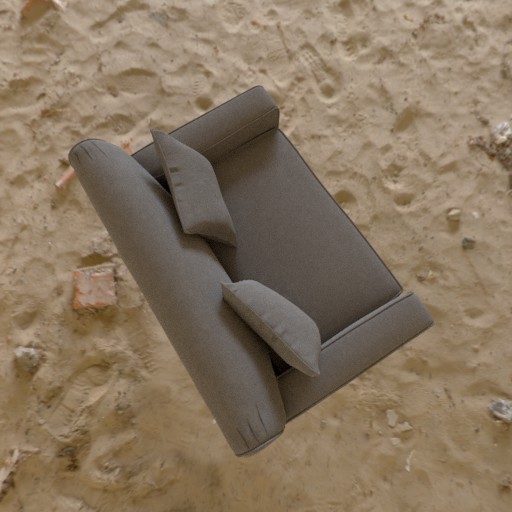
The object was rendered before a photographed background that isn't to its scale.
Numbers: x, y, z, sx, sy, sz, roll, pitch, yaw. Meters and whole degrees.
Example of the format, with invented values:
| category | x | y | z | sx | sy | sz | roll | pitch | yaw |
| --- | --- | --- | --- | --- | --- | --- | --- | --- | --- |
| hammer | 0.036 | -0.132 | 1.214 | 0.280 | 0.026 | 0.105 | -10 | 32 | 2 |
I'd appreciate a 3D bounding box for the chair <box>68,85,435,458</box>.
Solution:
| category | x | y | z | sx | sy | sz | roll | pitch | yaw |
| --- | --- | --- | --- | --- | --- | --- | --- | --- | --- |
| chair | 0.000 | 0.000 | 2.090 | 0.992 | 0.953 | 1.395 | -31 | 77 | -8 |
